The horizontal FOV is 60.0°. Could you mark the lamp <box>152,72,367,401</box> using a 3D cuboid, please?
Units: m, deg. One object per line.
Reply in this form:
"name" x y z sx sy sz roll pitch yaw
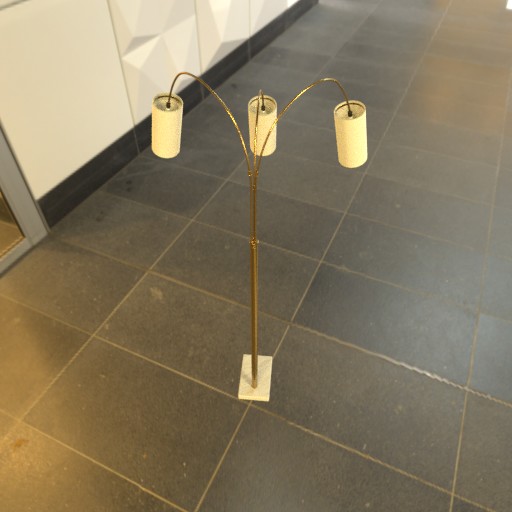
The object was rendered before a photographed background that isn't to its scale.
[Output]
"lamp" 0.000 0.000 2.453 1.020 2.055 0.667 4 45 4
